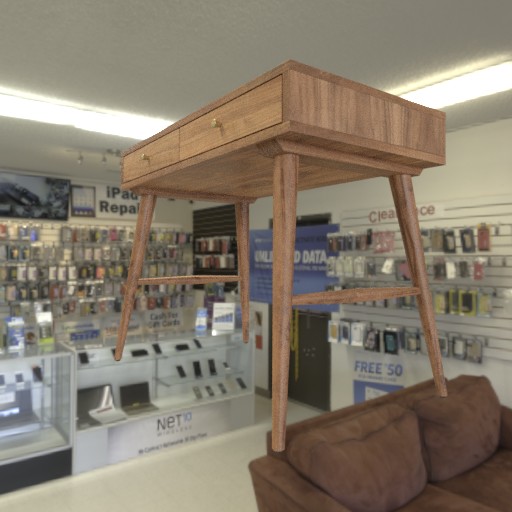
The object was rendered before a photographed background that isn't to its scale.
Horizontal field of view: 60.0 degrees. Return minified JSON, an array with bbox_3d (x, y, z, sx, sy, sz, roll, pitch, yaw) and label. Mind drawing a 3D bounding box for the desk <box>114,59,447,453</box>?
[{"bbox_3d":[0.000,0.000,1.393,0.588,0.758,0.949,0,0,-36],"label":"desk"}]
